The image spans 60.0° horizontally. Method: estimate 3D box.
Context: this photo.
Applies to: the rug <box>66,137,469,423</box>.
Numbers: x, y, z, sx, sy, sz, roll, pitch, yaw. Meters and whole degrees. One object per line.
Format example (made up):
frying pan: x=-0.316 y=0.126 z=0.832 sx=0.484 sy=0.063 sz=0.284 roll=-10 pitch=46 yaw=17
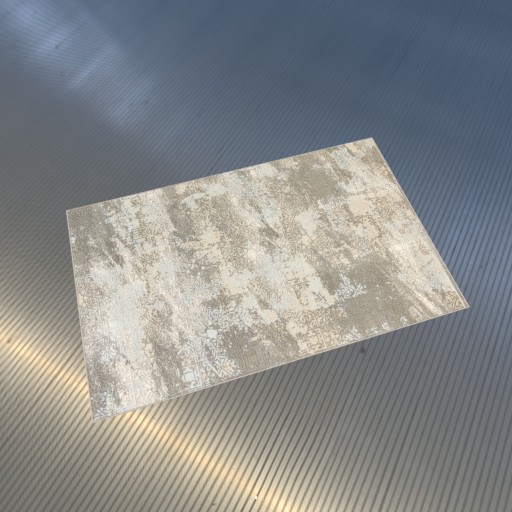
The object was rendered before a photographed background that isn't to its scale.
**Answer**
rug: x=0.000 y=0.000 z=3.058 sx=2.431 sy=0.012 sz=1.536 roll=-15 pitch=62 yaw=-8
